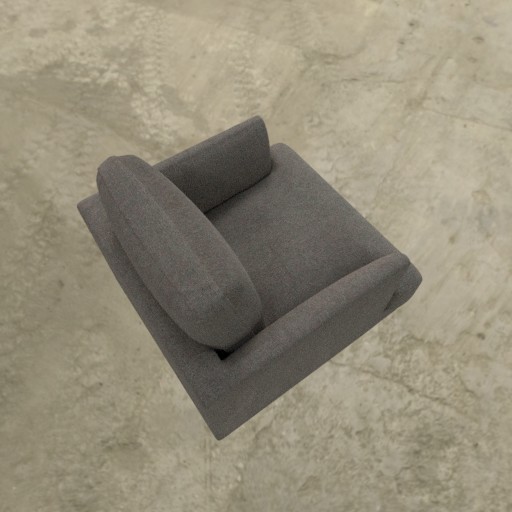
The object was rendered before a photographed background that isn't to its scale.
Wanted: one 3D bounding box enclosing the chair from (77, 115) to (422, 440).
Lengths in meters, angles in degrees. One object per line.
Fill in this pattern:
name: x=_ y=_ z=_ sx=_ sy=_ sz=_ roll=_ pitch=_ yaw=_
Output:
chair: x=0.000 y=0.000 z=1.614 sx=0.899 sy=0.957 sz=0.858 roll=-31 pitch=63 yaw=-18
